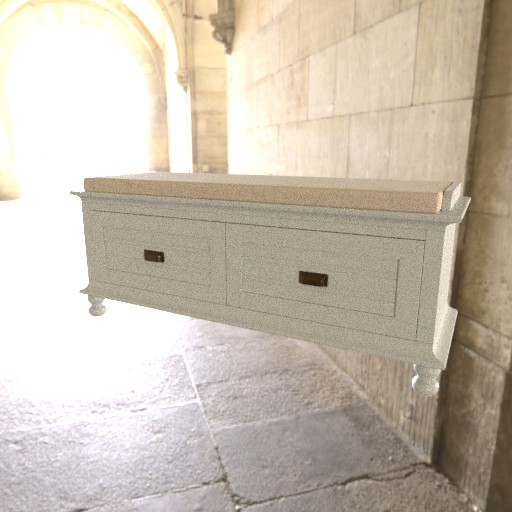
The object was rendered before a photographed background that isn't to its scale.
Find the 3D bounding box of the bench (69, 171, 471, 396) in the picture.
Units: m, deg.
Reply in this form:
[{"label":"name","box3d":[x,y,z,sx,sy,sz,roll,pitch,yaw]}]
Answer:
[{"label":"bench","box3d":[0.000,0.000,1.415,1.185,0.486,0.402,7,16,27]}]
